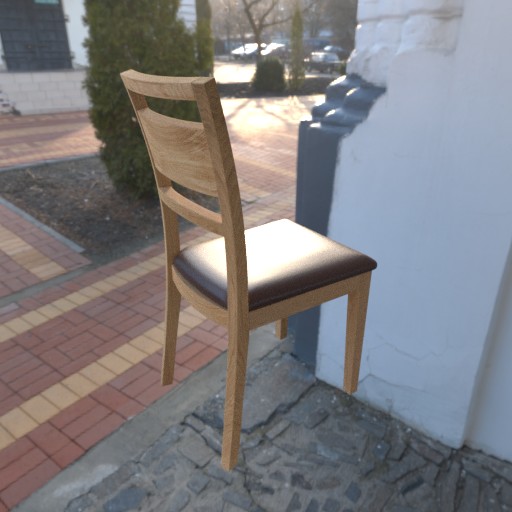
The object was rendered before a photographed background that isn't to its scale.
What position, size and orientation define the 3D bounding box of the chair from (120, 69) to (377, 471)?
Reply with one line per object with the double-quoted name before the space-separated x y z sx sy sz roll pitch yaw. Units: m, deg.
"chair" 0.000 0.000 1.213 0.545 0.940 0.420 -17 30 -31
